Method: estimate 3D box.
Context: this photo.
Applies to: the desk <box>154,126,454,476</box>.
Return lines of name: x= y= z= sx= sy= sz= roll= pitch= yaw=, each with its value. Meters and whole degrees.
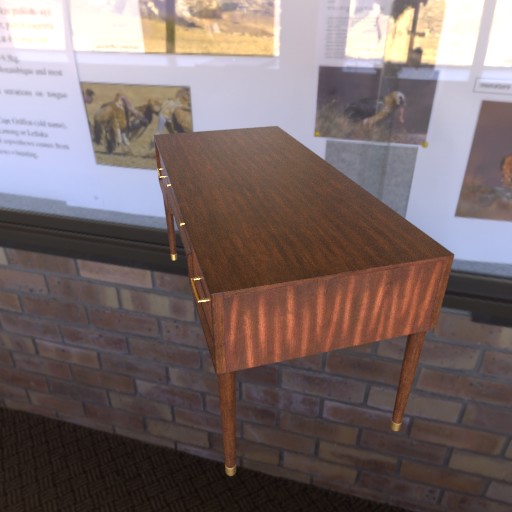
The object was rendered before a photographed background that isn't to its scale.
desk: x=0.000 y=0.000 z=2.027 sx=0.724 sy=0.762 sz=1.575 roll=-8 pitch=31 yaw=-14
